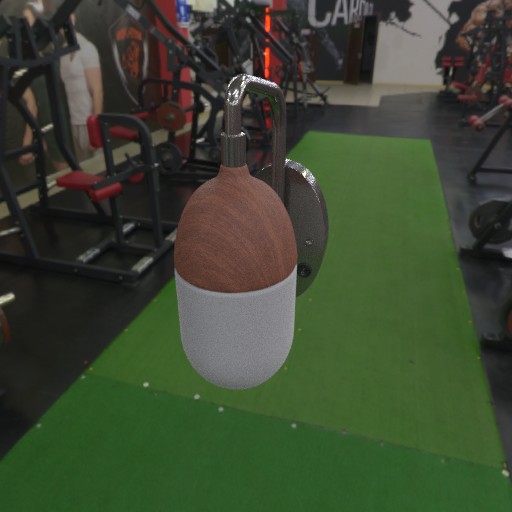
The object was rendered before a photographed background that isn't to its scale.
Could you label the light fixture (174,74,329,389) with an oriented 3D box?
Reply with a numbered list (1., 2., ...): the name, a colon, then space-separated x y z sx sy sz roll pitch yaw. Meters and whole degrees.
1. light fixture: 0.000 0.000 0.443 0.108 0.343 0.216 9 29 17
